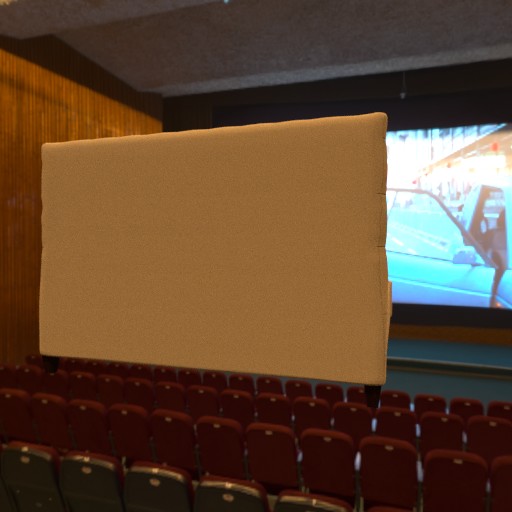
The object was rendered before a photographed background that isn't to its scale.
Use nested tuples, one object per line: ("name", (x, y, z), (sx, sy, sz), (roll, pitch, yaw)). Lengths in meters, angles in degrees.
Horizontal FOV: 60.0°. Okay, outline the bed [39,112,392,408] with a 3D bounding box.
("bed", (0.000, 0.000, 3.540), (2.078, 1.427, 2.387), (0, 1, 18))
